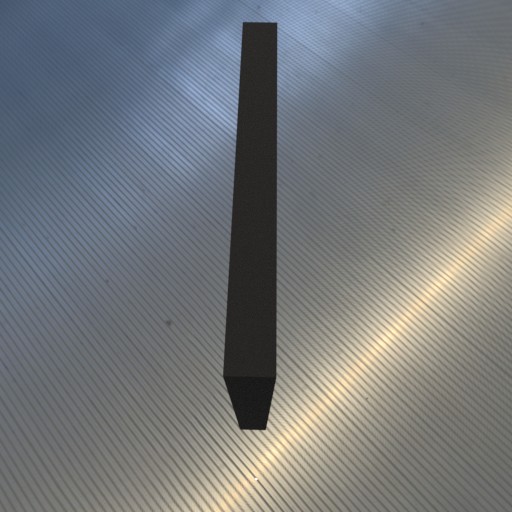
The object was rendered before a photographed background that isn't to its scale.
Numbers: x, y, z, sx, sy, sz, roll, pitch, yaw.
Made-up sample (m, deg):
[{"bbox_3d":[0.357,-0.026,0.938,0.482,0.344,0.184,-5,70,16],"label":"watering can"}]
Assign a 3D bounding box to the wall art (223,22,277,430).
[{"bbox_3d":[0.000,0.000,0.458,0.030,0.305,0.308,1,63,1],"label":"wall art"}]
